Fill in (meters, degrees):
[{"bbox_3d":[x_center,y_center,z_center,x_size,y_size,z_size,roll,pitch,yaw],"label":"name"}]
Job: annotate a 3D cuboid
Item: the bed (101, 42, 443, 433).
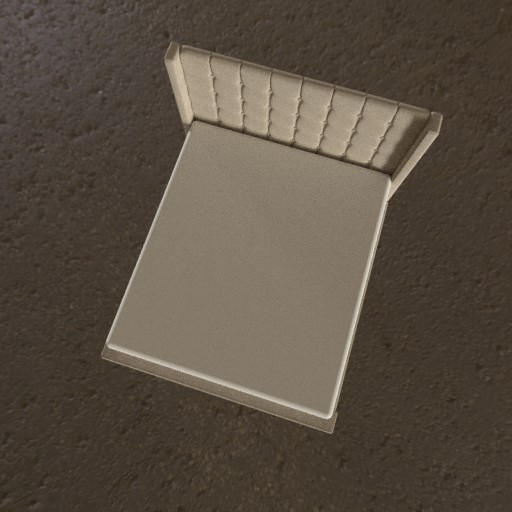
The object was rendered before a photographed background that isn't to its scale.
[{"bbox_3d":[0.000,0.000,3.738,2.045,1.743,2.370,17,76,4],"label":"bed"}]
